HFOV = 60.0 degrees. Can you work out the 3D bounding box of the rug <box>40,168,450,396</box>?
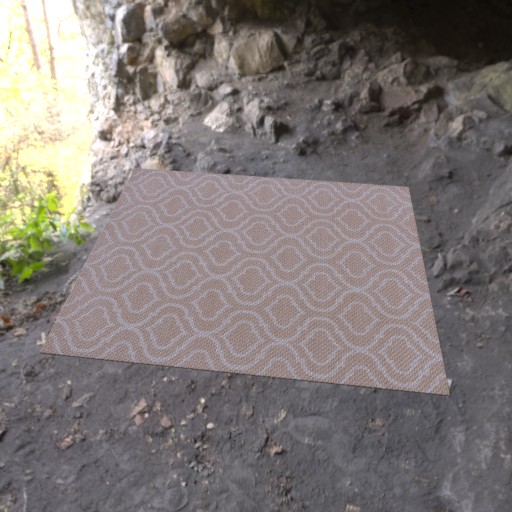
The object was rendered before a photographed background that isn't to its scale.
[{"bbox_3d":[0.000,0.000,3.878,2.894,0.013,2.286,5,47,4],"label":"rug"}]
